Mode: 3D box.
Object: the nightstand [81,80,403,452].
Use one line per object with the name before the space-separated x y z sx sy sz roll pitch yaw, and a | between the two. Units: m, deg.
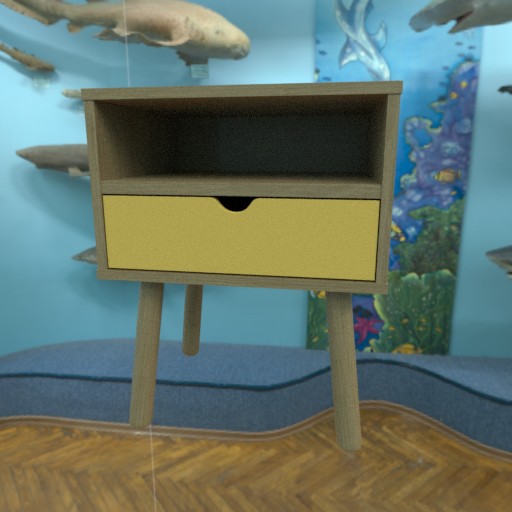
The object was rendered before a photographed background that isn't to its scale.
nightstand | 0.000 0.000 0.854 0.450 0.571 0.380 2 14 10
